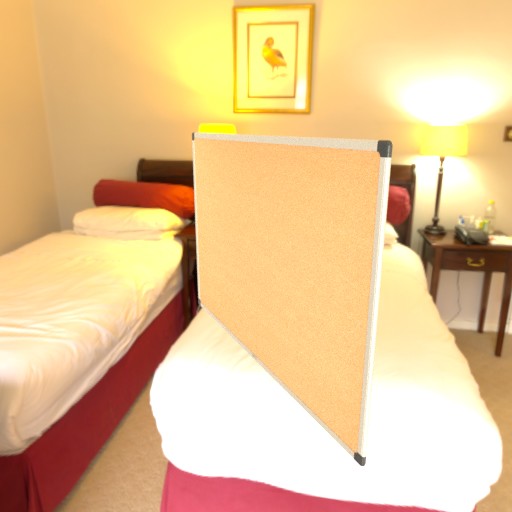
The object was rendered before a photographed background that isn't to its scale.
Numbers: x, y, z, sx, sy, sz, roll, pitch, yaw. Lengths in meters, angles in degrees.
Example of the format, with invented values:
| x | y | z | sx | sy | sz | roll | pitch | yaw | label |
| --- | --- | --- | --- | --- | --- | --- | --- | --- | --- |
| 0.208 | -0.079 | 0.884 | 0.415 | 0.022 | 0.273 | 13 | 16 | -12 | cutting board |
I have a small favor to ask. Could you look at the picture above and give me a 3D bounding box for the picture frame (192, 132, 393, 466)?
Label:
| x | y | z | sx | sy | sz | roll | pitch | yaw | label |
| --- | --- | --- | --- | --- | --- | --- | --- | --- | --- |
| 0.000 | 0.000 | 1.137 | 0.010 | 0.600 | 0.900 | -8 | 18 | -26 | picture frame |
